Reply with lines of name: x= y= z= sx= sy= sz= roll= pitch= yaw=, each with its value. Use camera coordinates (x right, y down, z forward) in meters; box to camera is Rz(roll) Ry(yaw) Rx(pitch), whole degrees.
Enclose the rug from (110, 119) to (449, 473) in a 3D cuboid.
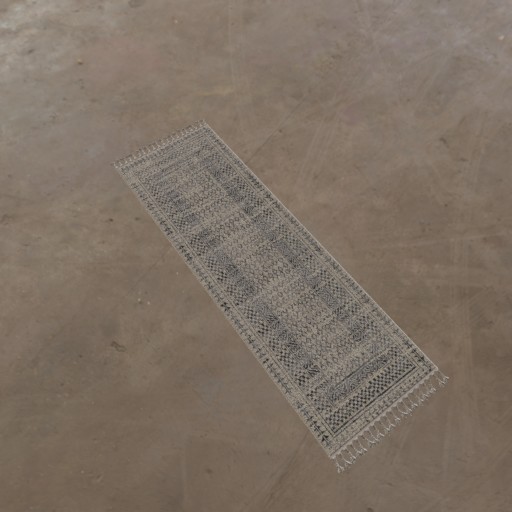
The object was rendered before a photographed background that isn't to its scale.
rug: x=0.000 y=0.000 z=2.755 sx=0.786 sy=0.013 sz=2.480 roll=-32 pitch=64 yaw=-17
